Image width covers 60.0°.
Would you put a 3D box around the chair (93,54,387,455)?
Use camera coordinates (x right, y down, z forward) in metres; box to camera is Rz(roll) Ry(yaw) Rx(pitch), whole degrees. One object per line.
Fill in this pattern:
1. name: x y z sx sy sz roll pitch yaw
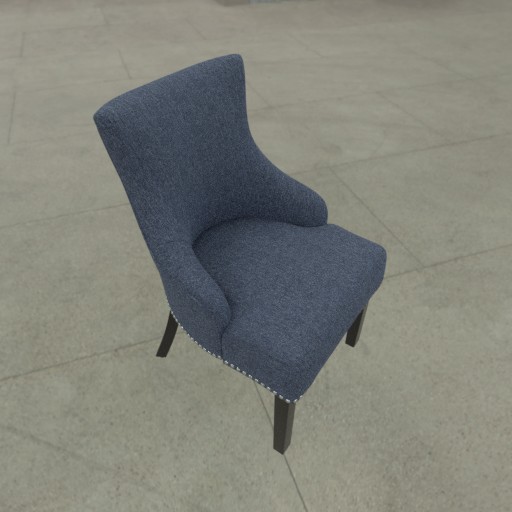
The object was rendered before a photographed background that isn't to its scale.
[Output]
1. chair: 0.000 0.000 1.270 0.629 0.909 0.566 25 47 26
